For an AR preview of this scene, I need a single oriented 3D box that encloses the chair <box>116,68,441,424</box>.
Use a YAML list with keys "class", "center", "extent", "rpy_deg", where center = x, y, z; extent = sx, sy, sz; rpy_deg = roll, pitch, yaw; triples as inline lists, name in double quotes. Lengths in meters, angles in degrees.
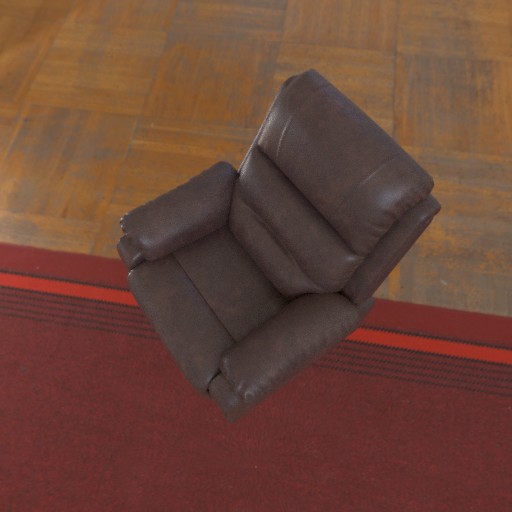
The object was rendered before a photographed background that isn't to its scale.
- class: "chair"
  center: [0.000, 0.000, 1.672]
  extent: [0.919, 0.992, 0.855]
  rpy_deg: [-33, 69, -15]
